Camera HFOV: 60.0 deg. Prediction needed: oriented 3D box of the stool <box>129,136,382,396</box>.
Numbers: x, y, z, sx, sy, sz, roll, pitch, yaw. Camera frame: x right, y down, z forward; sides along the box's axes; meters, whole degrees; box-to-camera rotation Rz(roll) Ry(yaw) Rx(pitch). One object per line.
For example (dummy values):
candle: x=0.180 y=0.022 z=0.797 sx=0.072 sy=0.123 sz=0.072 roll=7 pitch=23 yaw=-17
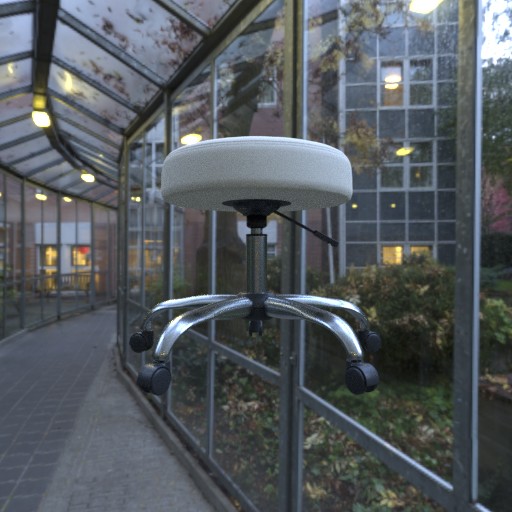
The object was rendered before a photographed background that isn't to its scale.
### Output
stool: x=0.000 y=0.000 z=1.052 sx=0.634 sy=0.482 sz=0.614 roll=0 pitch=0 yaw=0
